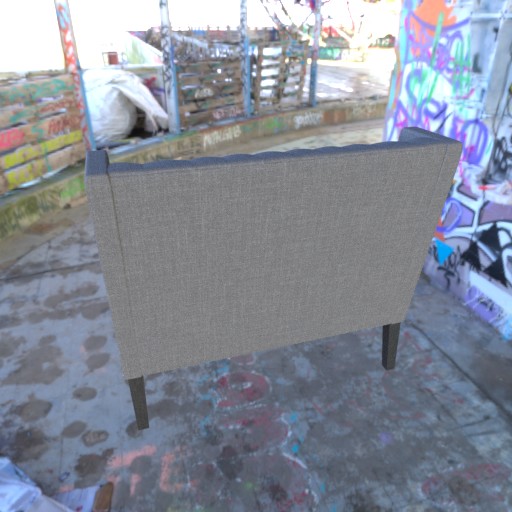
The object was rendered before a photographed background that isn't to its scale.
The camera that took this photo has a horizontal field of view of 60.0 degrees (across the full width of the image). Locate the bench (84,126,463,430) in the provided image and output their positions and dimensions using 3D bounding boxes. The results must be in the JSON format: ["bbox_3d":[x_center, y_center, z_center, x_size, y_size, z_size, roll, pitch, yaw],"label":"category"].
[{"bbox_3d":[0.000,0.000,1.984,1.276,1.121,0.842,-8,29,-15],"label":"bench"}]
